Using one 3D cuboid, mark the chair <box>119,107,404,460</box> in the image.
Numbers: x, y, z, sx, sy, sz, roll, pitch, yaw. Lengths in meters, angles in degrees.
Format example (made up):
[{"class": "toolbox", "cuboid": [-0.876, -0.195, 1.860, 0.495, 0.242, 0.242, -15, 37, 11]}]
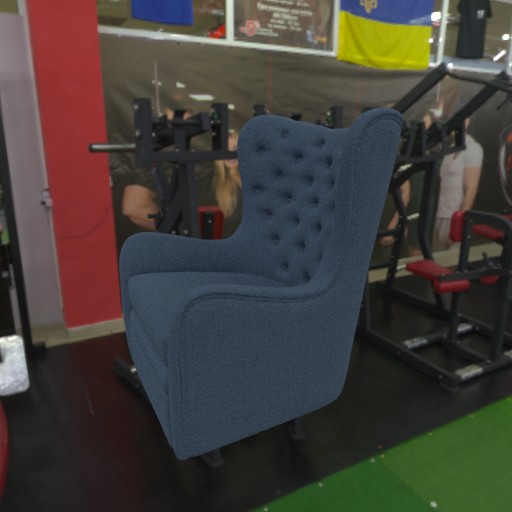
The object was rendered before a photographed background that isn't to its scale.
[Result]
[{"class": "chair", "cuboid": [0.000, 0.000, 1.731, 0.930, 1.079, 0.831, -8, 18, -25]}]
